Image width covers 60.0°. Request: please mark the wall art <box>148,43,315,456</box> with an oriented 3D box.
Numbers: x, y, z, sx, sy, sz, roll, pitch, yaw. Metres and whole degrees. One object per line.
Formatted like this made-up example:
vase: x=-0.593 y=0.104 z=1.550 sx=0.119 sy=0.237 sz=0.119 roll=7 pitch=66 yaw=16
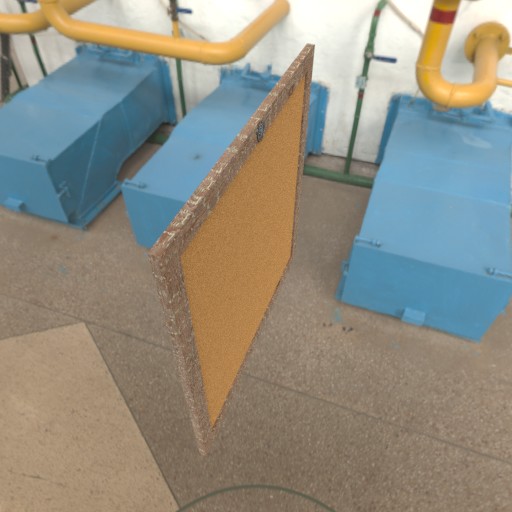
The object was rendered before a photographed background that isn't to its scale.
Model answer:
wall art: x=0.000 y=0.000 z=0.566 sx=0.012 sy=0.384 sz=0.384 roll=16 pitch=49 yaw=14
